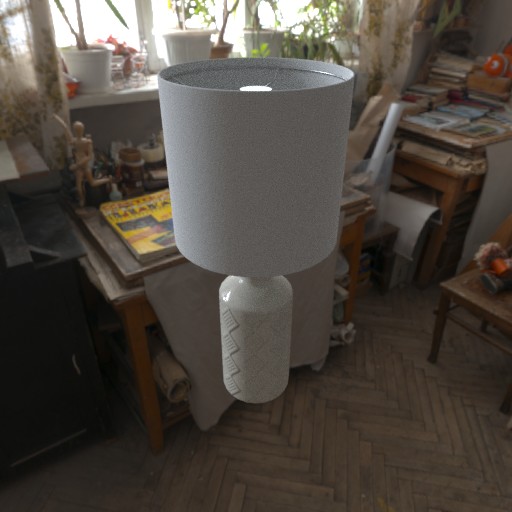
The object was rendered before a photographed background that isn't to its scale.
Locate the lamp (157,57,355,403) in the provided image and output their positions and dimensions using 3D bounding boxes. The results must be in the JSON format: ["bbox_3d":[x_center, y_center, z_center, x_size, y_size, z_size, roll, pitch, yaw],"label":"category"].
[{"bbox_3d":[0.000,0.000,0.591,0.207,0.461,0.207,9,33,14],"label":"lamp"}]
